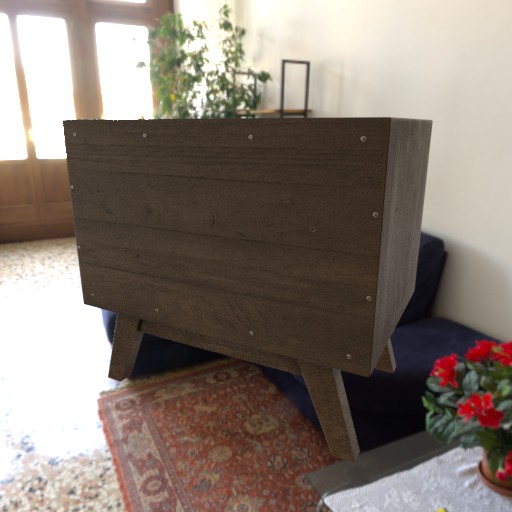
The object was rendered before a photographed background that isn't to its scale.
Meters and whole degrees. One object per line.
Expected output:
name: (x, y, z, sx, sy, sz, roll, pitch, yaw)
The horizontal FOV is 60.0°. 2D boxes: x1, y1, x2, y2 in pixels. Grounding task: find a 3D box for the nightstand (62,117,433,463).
nightstand: (0.000, 0.000, 1.020, 0.650, 0.599, 0.450, 9, 19, 27)
